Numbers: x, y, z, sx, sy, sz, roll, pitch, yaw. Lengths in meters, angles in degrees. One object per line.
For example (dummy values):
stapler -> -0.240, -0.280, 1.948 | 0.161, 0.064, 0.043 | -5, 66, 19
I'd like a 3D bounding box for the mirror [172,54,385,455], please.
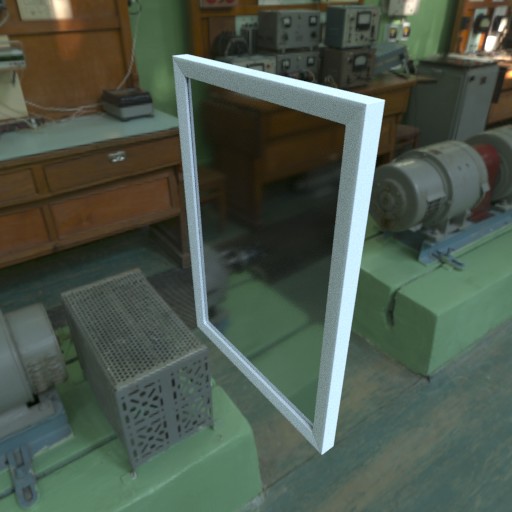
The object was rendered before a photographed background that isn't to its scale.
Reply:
mirror -> 0.000, 0.000, 0.917 | 0.040, 0.710, 0.507 | -22, 38, -31
